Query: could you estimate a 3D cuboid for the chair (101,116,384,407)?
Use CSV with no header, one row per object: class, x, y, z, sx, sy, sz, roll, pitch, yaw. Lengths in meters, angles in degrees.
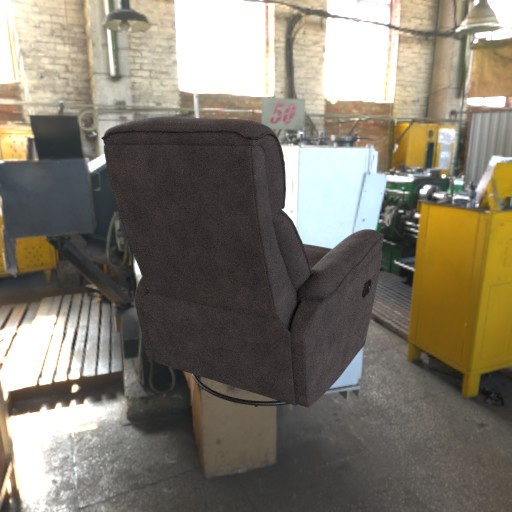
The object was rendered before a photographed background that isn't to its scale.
chair,0.000,0.000,1.774,0.830,1.035,1.009,8,17,28
